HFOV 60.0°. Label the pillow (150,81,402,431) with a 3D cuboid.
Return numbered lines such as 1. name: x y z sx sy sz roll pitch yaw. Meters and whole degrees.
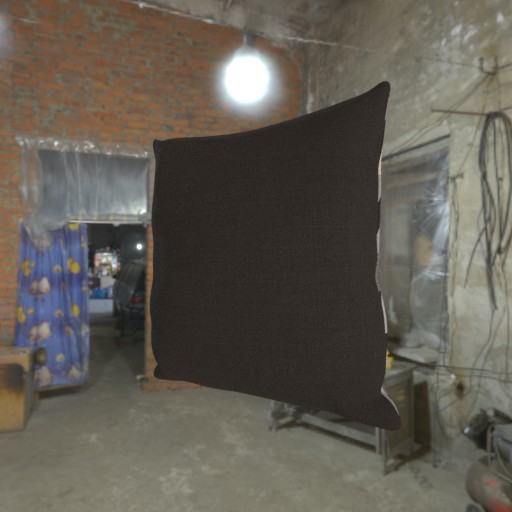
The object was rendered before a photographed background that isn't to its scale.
1. pillow: 0.000 0.000 0.770 0.503 0.496 0.208 0 -1 35
